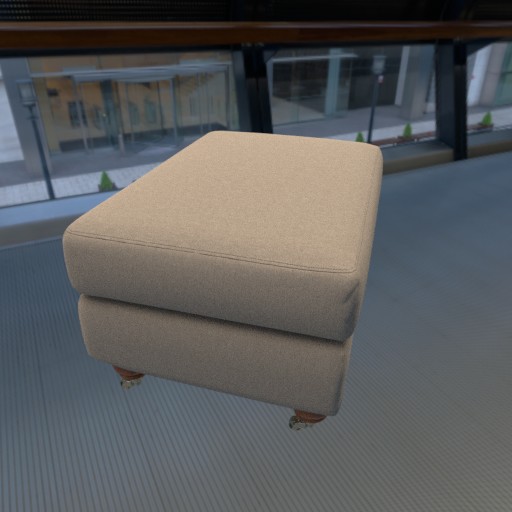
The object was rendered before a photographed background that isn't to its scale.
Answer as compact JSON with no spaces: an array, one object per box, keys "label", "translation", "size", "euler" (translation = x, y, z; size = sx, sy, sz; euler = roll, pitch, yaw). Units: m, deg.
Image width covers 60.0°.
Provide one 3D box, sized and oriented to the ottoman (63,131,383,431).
[{"label":"ottoman","translation":[0.000,0.000,1.156],"size":[0.574,0.497,0.773],"euler":[8,31,14]}]
